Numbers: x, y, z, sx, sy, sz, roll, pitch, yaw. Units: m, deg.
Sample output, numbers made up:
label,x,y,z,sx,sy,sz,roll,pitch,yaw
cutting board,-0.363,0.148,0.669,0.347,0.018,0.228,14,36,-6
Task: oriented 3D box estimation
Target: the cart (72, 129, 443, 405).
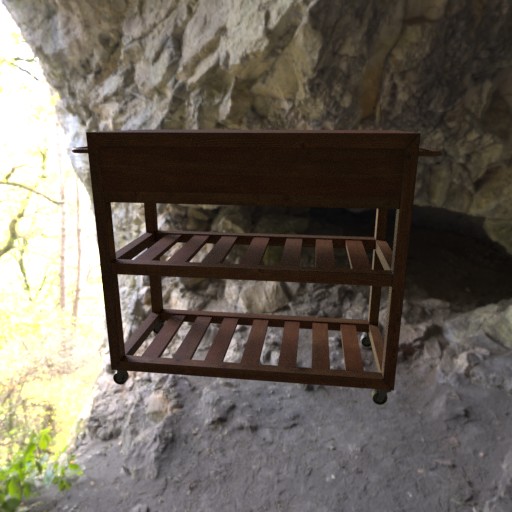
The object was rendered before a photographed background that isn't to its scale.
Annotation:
label,x,y,z,sx,sy,sz,roll,pitch,yaw
cart,0.000,0.000,1.528,1.065,0.830,0.445,2,17,7
